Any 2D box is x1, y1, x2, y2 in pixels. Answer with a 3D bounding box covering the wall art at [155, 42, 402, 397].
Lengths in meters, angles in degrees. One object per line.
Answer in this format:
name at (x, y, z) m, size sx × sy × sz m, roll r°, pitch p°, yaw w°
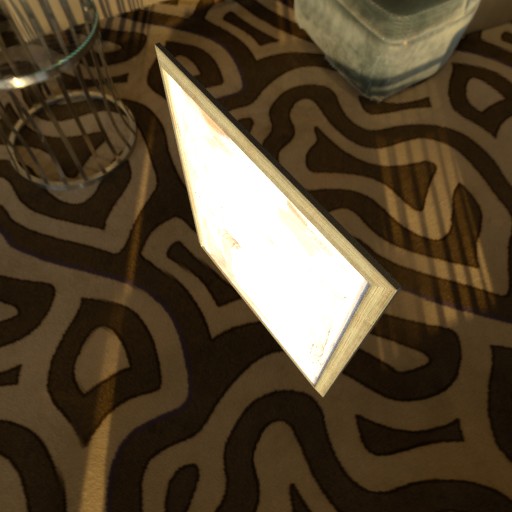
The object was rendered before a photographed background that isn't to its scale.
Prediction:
wall art at (0.000, 0.000, 0.922) m, size 0.018 × 0.660 × 0.559 m, roll -34°, pitch 67°, yaw -17°
